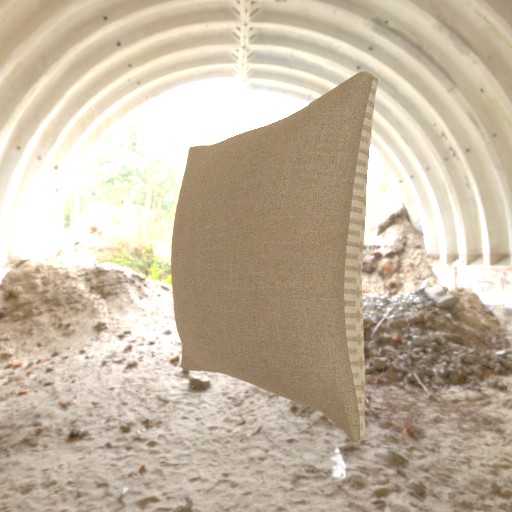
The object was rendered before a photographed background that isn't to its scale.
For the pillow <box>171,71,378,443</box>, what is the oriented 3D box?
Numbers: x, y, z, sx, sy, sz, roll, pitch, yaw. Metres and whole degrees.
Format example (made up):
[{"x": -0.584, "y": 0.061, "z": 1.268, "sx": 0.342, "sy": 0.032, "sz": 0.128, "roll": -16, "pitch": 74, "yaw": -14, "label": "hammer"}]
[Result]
[{"x": 0.000, "y": 0.000, "z": 0.782, "sx": 0.219, "sy": 0.491, "sz": 0.496, "roll": 1, "pitch": -1, "yaw": -37, "label": "pillow"}]
